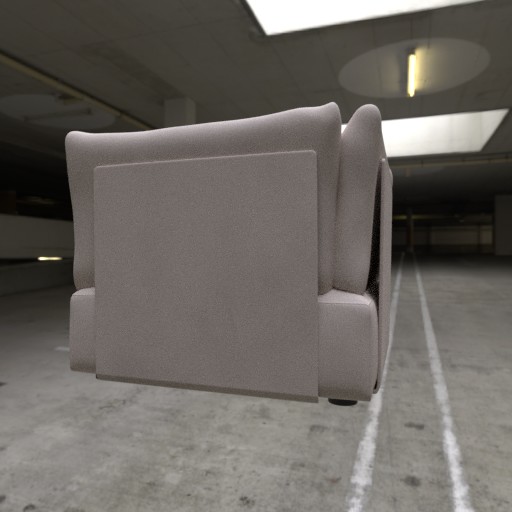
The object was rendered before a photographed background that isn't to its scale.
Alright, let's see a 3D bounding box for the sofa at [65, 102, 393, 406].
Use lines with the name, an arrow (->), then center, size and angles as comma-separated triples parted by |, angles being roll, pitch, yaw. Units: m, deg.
sofa -> 0.000, 0.000, 1.735 | 1.000, 0.820, 1.000 | 0, 0, 19
